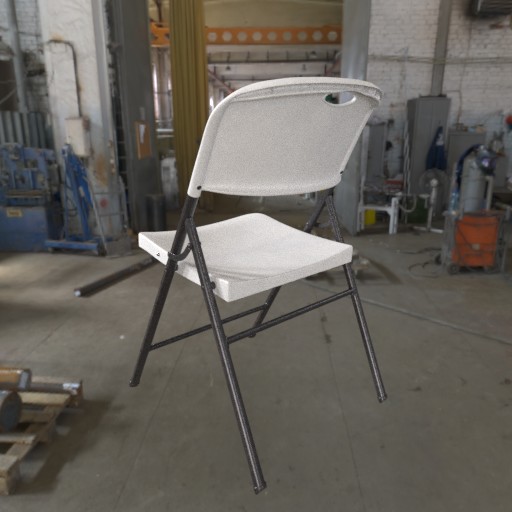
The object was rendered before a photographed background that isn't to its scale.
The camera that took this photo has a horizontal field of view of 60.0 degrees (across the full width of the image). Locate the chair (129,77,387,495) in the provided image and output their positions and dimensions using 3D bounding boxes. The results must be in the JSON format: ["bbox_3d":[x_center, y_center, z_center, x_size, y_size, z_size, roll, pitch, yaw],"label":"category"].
[{"bbox_3d":[0.000,0.000,1.139,0.494,0.810,0.566,-14,22,-41],"label":"chair"}]
